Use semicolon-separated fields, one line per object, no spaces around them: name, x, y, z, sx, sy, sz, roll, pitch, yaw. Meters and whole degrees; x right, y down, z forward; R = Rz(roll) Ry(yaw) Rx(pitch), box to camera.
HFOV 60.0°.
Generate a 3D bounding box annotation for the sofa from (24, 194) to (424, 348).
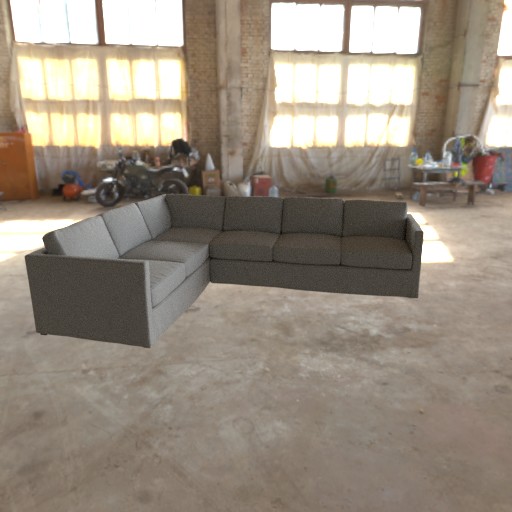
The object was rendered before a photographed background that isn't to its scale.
sofa;0.000;0.000;4.322;3.182;0.871;2.432;3;16;11
